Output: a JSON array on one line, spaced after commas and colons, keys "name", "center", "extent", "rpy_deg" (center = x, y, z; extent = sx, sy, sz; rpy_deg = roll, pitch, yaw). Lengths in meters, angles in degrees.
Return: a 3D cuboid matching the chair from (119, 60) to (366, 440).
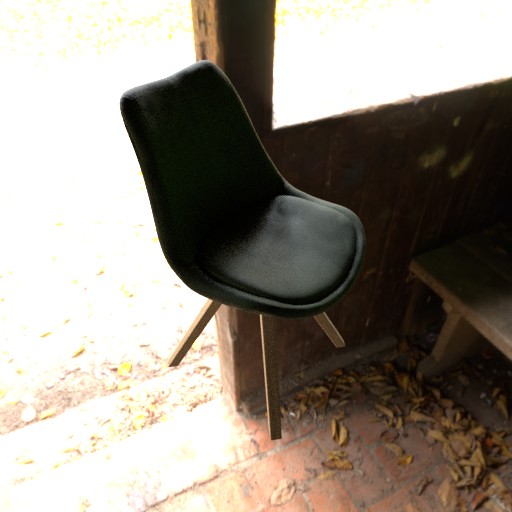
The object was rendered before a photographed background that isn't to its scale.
[{"name": "chair", "center": [0.000, 0.000, 1.201], "extent": [0.547, 0.865, 0.483], "rpy_deg": [25, 46, 26]}]
